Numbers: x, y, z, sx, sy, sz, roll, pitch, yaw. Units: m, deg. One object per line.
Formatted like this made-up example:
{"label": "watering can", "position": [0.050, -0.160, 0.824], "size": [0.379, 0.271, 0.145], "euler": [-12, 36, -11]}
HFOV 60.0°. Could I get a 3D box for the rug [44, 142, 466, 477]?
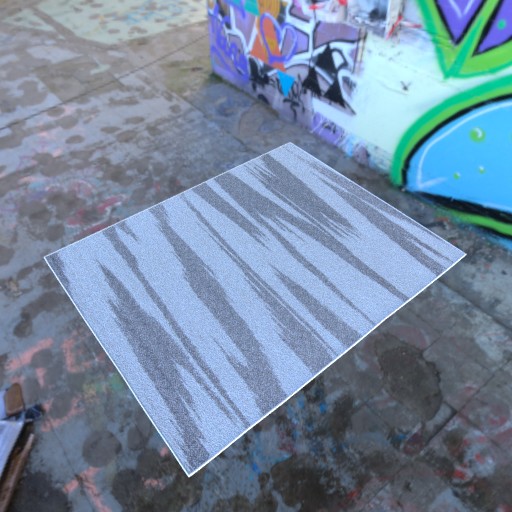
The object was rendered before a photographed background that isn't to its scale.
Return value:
{"label": "rug", "position": [0.000, 0.000, 3.931], "size": [2.945, 0.014, 2.353], "euler": [-31, 54, -26]}
